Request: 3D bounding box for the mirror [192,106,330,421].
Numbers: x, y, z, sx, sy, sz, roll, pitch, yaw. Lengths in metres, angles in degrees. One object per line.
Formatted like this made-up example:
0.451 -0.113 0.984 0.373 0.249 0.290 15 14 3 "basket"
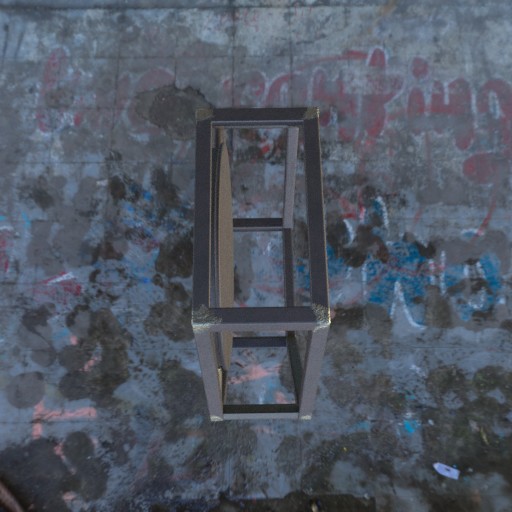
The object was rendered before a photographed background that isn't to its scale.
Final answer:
0.000 0.000 0.544 0.119 0.334 0.380 -1 76 0 "mirror"
